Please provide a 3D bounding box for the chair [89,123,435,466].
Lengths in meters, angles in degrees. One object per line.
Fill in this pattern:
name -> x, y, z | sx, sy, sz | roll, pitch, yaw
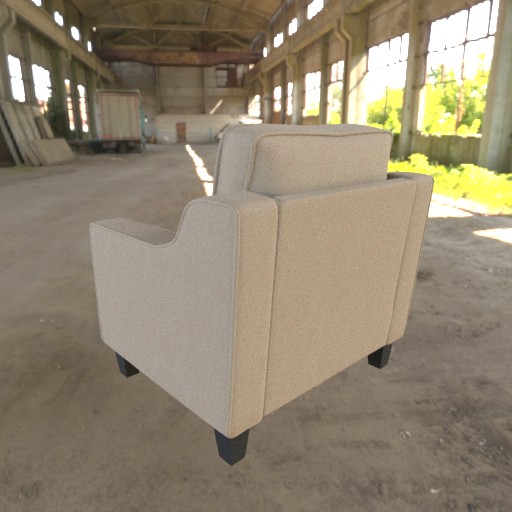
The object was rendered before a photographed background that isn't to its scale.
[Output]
chair -> 0.000, 0.000, 1.656 | 0.922, 0.948, 0.882 | -15, 22, -41
